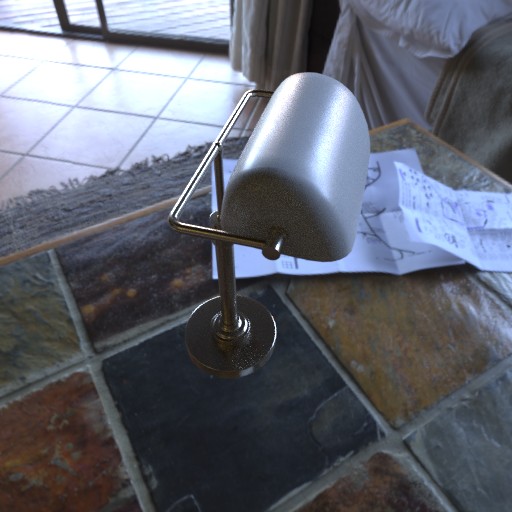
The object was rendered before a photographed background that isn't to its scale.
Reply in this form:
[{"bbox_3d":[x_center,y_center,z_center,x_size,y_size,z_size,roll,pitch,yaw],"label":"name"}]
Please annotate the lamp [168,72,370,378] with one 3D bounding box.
[{"bbox_3d":[0.000,0.000,0.559,0.227,0.404,0.269,11,47,11],"label":"lamp"}]
